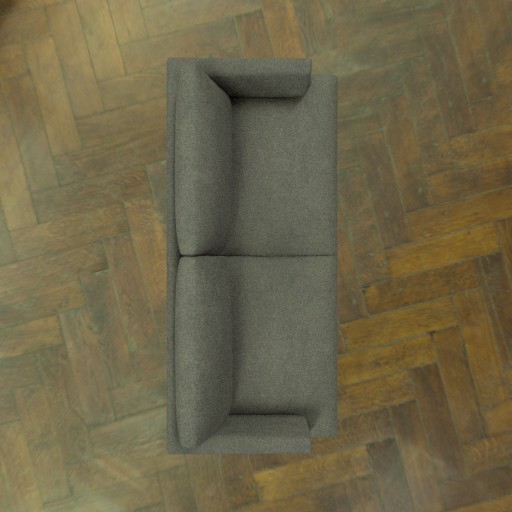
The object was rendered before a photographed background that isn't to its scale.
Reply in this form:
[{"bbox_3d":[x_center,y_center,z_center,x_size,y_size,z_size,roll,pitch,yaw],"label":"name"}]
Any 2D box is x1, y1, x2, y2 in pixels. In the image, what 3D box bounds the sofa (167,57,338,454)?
[{"bbox_3d":[0.000,0.000,2.712,1.020,0.868,2.250,0,90,-1],"label":"sofa"}]
